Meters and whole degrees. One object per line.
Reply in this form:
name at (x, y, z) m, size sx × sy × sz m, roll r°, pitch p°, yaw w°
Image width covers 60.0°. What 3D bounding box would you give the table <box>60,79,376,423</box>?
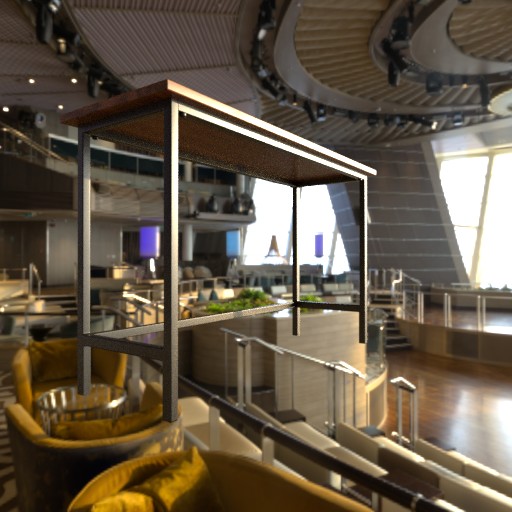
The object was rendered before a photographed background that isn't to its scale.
table at (0.000, 0.000, 1.535) m, size 0.408 × 0.740 × 1.204 m, roll 0°, pitch 0°, yaw 36°
